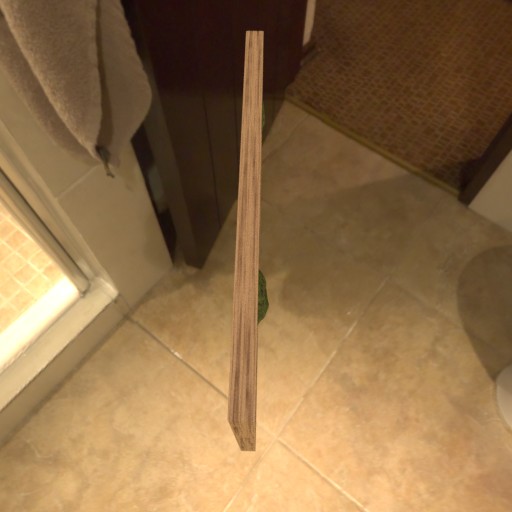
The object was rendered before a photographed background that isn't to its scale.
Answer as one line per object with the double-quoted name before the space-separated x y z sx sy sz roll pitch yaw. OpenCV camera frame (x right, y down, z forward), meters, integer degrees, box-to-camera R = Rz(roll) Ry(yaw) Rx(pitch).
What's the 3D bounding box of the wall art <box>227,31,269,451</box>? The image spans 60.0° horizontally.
"wall art" 0.000 0.000 1.089 0.063 0.609 0.841 1 63 1
